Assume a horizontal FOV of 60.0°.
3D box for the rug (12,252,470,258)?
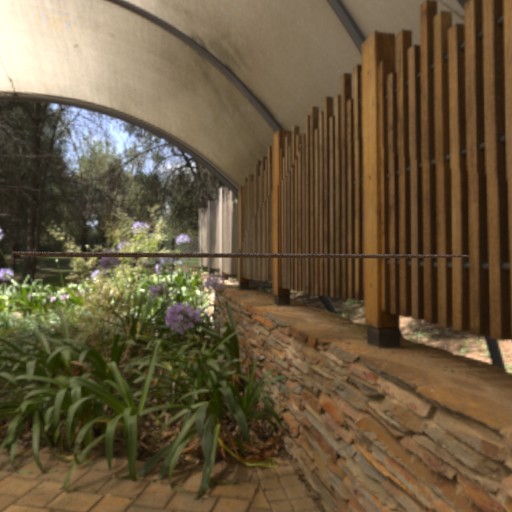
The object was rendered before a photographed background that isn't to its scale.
[{"bbox_3d":[0.000,0.000,2.469,2.296,0.011,0.691,0,-1,-17],"label":"rug"}]
